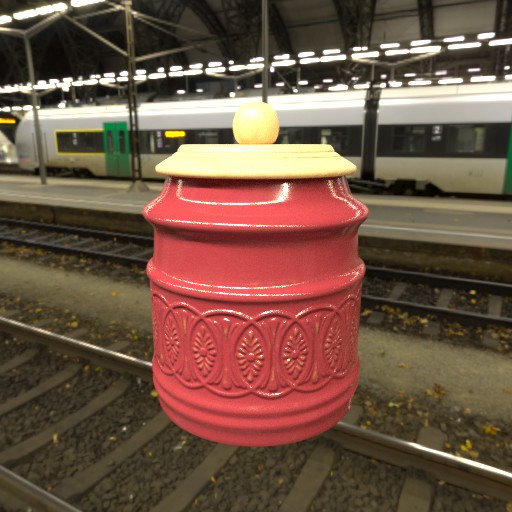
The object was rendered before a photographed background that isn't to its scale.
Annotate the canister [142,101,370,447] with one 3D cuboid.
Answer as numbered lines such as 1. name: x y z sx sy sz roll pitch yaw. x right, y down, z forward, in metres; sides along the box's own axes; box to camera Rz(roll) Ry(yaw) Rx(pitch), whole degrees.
1. canister: 0.000 0.000 0.268 0.130 0.176 0.130 0 14 0
